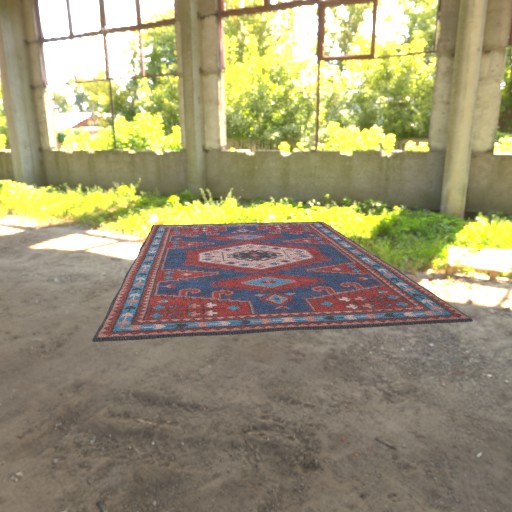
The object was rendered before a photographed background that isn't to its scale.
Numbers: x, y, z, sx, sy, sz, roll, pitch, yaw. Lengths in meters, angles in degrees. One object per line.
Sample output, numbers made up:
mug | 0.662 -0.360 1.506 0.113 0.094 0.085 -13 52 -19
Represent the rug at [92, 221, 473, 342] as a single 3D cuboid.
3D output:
rug | 0.000 0.000 2.245 1.207 0.012 1.820 -2 15 -7
